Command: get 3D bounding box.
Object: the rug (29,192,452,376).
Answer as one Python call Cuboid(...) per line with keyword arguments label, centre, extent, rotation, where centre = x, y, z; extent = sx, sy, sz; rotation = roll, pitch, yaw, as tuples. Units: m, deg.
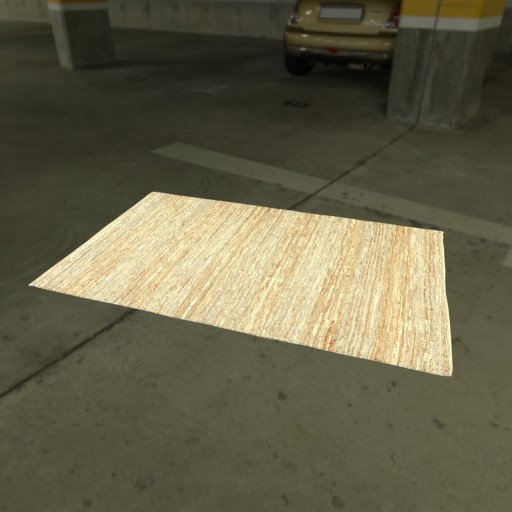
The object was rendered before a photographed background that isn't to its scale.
Cuboid(label="rug", centre=(0.000, 0.000, 3.011), extent=(2.446, 0.009, 1.529), rotation=(10, 33, 15))
